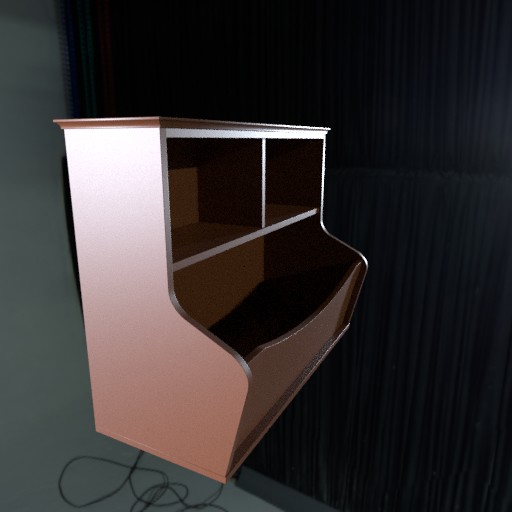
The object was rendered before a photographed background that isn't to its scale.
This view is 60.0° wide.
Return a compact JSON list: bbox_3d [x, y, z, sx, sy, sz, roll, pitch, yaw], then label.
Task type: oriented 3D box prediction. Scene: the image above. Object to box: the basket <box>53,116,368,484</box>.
[{"bbox_3d":[0.000,0.000,1.099,0.376,0.625,0.792,8,17,27],"label":"basket"}]
